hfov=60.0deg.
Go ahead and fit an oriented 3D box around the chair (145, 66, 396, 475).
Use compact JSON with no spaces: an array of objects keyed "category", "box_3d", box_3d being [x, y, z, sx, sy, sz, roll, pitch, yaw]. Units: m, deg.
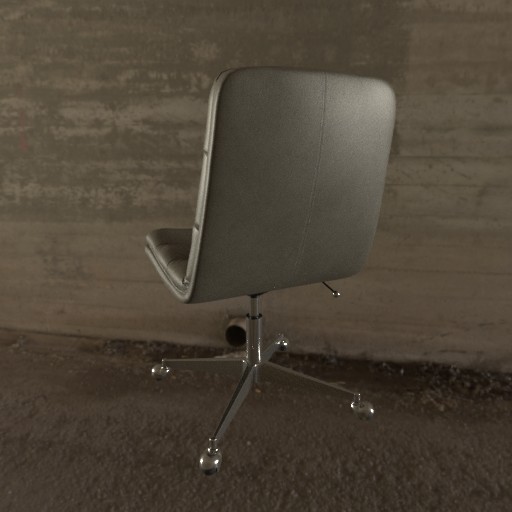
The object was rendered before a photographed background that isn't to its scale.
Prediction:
[{"category":"chair","box_3d":[0.000,0.000,0.998,0.422,0.738,0.485,-8,17,-26]}]
